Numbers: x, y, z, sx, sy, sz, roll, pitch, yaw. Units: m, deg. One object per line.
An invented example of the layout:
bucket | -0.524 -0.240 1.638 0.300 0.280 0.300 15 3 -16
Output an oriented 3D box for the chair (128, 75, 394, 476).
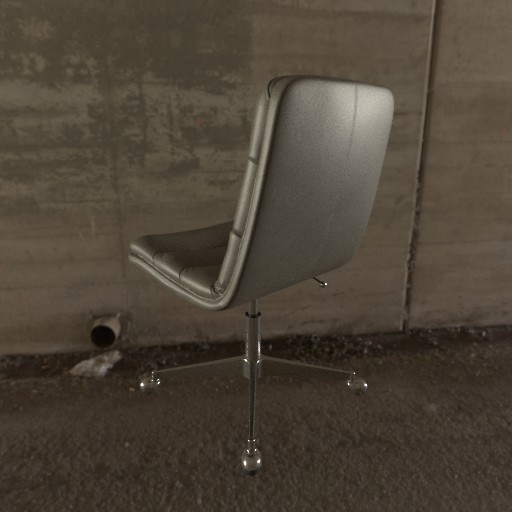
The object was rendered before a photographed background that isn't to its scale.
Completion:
chair | 0.000 0.000 1.018 0.485 0.738 0.422 16 23 43
